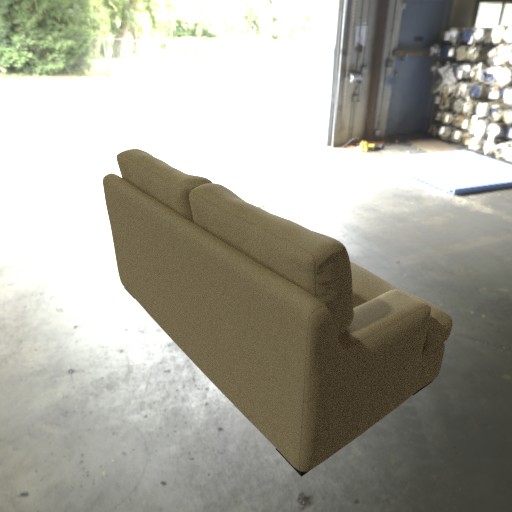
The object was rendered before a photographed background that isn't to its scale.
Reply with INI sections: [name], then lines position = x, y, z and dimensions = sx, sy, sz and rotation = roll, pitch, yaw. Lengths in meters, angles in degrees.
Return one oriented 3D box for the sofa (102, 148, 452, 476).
[sofa]
position = 0.000, 0.000, 2.425
dimensions = 0.962, 0.967, 1.885
rotation = -19, 33, -32
